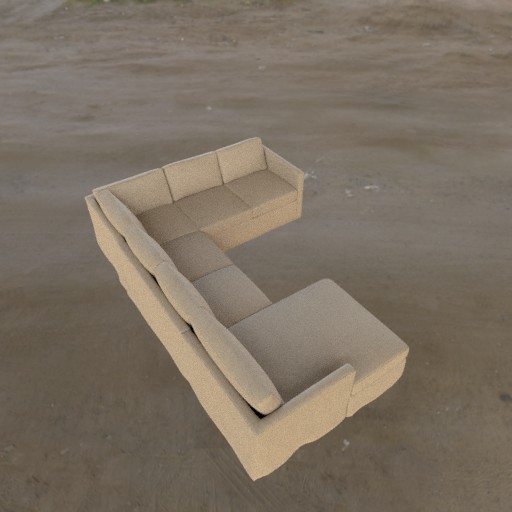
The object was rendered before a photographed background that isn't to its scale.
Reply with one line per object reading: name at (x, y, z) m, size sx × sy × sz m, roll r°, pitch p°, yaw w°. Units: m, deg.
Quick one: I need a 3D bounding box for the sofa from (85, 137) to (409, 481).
sofa at (0.000, 0.000, 4.675) m, size 2.476 × 0.878 × 3.528 m, roll -24°, pitch 47°, yaw -25°
